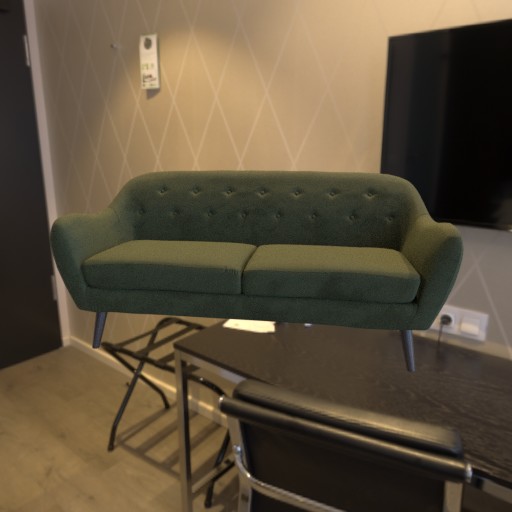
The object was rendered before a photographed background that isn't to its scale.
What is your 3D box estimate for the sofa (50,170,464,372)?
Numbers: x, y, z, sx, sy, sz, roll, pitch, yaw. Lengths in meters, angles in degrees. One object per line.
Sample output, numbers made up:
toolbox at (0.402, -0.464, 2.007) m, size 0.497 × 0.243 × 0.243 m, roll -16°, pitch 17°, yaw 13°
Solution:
sofa at (0.000, 0.000, 2.316) m, size 1.840 × 0.836 × 0.820 m, roll 2°, pitch 14°, yaw 9°
